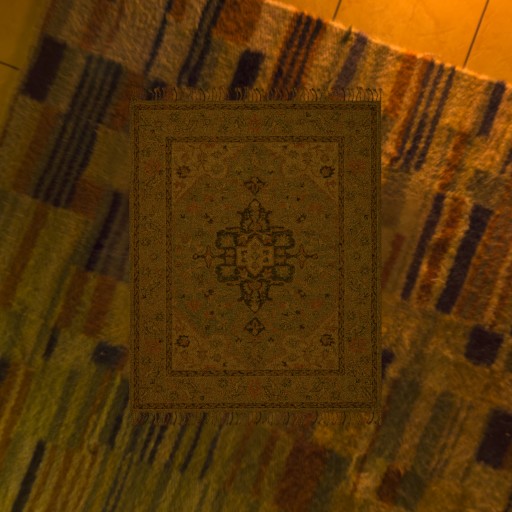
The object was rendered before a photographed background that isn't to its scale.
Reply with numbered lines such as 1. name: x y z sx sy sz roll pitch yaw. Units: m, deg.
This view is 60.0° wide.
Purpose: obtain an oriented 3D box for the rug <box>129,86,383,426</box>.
1. rug: 0.000 0.000 3.457 1.971 0.010 2.651 0 90 0
